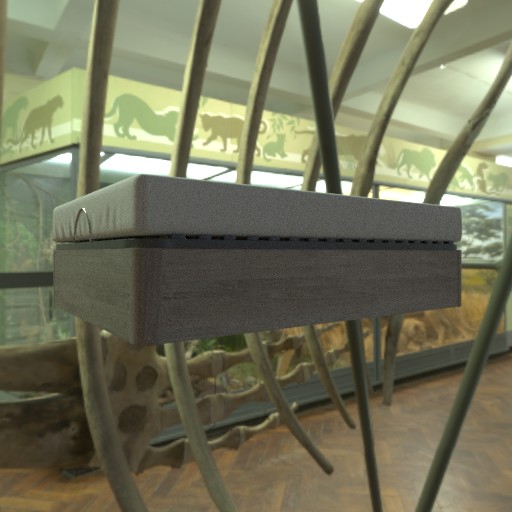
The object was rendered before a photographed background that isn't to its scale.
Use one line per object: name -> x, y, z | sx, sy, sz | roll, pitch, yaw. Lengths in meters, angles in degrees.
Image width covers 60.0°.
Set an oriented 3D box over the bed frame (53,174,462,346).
bed frame -> 0.000, 0.000, 2.509 | 1.900, 0.561, 1.400 | 0, 1, -35
